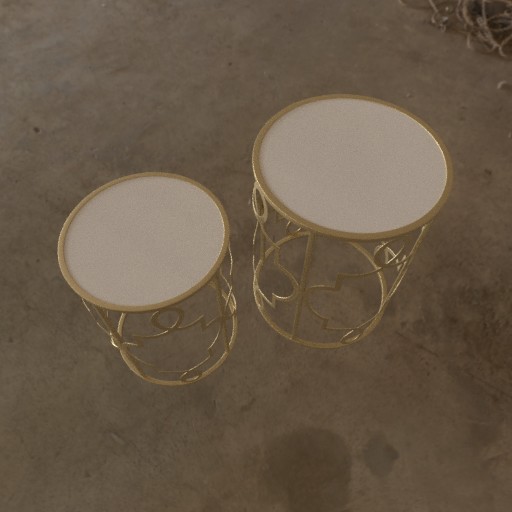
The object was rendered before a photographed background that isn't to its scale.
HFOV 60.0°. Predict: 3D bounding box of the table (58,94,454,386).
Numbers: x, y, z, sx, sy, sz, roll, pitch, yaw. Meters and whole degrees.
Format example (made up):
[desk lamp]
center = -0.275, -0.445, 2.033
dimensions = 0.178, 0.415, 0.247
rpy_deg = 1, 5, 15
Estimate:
[table]
center = 0.000, 0.000, 1.141
dimensions = 0.846, 0.564, 0.420
rpy_deg = -15, 58, -10
